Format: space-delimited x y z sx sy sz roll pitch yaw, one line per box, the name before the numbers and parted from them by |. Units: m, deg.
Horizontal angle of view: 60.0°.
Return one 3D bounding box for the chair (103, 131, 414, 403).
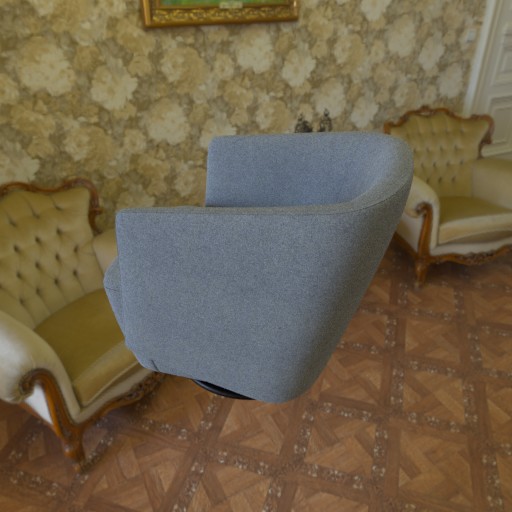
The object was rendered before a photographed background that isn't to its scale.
chair | 0.000 0.000 1.654 0.986 0.861 0.822 8 32 14
